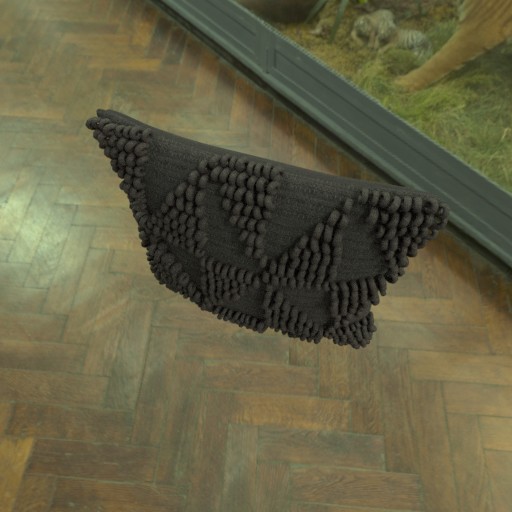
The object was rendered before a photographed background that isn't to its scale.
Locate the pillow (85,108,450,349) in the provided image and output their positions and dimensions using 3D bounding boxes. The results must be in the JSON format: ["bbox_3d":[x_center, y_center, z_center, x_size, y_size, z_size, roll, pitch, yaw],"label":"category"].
[{"bbox_3d":[0.000,0.000,0.728,0.470,0.467,0.172,16,60,10],"label":"pillow"}]
